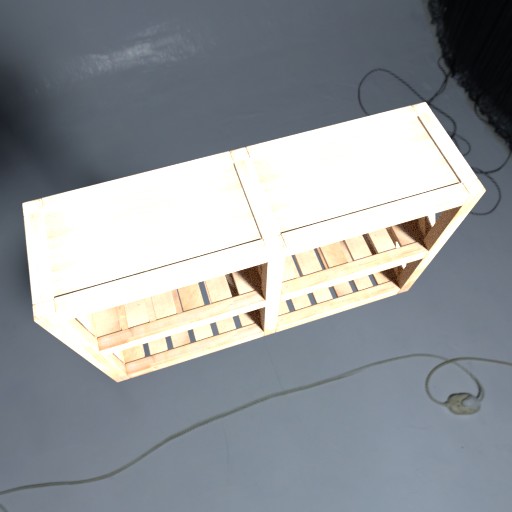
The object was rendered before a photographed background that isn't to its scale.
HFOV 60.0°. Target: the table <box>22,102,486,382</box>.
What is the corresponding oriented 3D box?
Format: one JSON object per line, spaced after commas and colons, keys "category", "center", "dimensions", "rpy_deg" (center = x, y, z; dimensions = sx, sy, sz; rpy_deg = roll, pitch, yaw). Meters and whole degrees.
{"category": "table", "center": [0.000, 0.000, 1.637], "dimensions": [1.320, 0.762, 0.381], "rpy_deg": [-16, 64, -8]}
